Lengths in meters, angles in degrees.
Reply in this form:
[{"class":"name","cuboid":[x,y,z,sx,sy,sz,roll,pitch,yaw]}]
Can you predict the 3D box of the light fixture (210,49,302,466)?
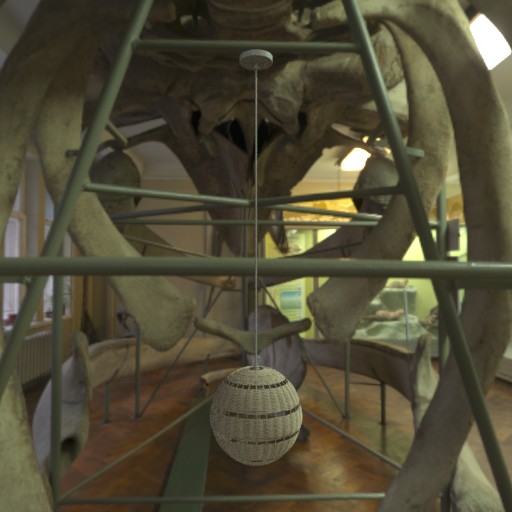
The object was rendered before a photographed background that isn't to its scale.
[{"class":"light fixture","cuboid":[0.000,0.000,2.226,0.457,2.019,0.457,0,-2,-1]}]
